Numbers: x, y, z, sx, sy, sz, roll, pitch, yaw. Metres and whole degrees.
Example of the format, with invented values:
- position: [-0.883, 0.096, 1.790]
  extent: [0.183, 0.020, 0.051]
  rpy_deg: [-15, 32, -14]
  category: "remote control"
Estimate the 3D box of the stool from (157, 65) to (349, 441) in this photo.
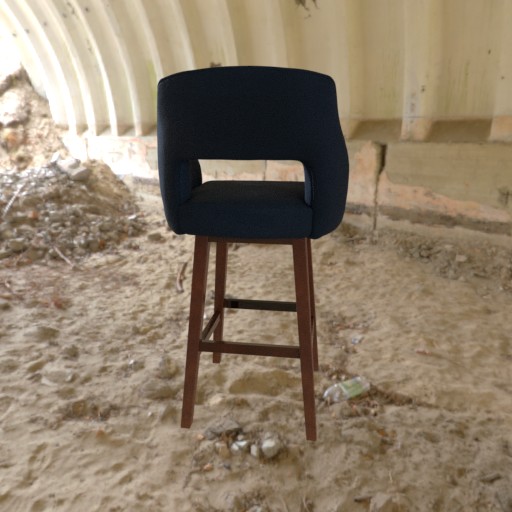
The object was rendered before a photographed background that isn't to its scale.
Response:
- position: [0.000, 0.000, 1.401]
  extent: [0.550, 1.041, 0.560]
  rpy_deg: [2, 15, 8]
  category: "stool"
